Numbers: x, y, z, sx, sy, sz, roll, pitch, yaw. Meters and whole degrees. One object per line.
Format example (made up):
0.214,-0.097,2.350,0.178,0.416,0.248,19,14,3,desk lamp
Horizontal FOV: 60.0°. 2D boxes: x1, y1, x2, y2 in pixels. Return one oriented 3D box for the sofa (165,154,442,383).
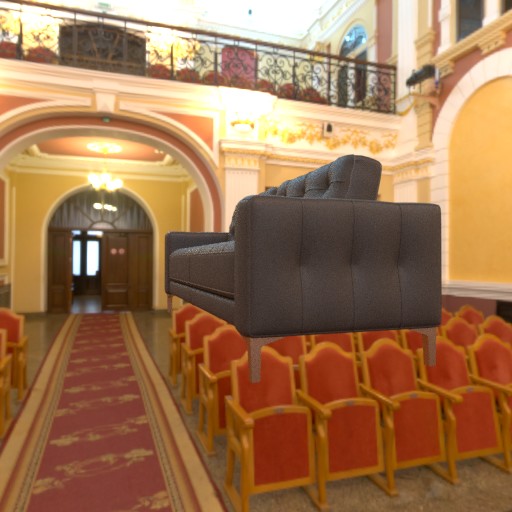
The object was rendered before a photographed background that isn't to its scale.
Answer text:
0.000,0.000,2.686,0.833,0.893,2.275,0,-1,-19,sofa
